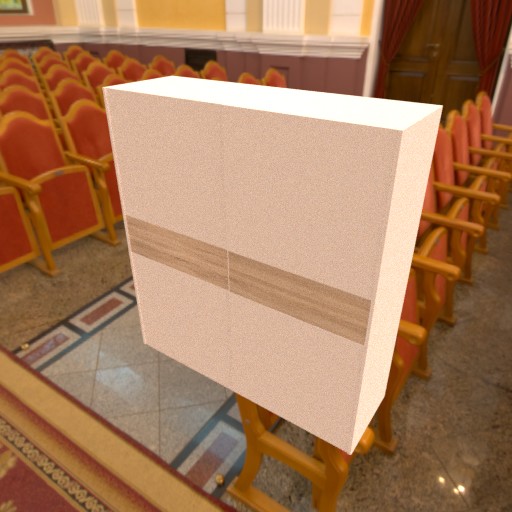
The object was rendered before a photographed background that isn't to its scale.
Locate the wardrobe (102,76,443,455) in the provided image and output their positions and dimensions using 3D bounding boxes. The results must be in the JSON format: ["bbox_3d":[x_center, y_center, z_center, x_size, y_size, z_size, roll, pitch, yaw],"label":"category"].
[{"bbox_3d":[0.000,0.000,2.927,1.830,2.020,0.600,19,35,30],"label":"wardrobe"}]
